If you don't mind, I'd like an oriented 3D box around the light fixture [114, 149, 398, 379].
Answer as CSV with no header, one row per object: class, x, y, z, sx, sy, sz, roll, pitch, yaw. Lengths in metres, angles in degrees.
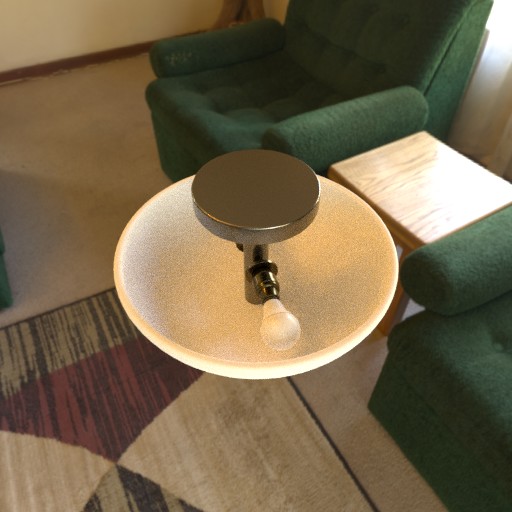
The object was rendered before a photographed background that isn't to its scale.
light fixture,0.000,0.000,0.537,0.330,0.214,0.330,0,46,0
